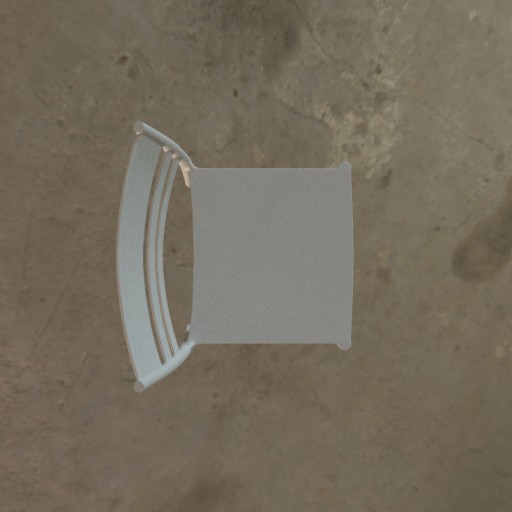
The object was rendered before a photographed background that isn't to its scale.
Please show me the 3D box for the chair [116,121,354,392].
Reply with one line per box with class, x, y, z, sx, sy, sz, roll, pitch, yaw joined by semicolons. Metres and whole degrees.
chair;0.000;0.000;1.168;0.511;0.800;0.531;0;90;-1
